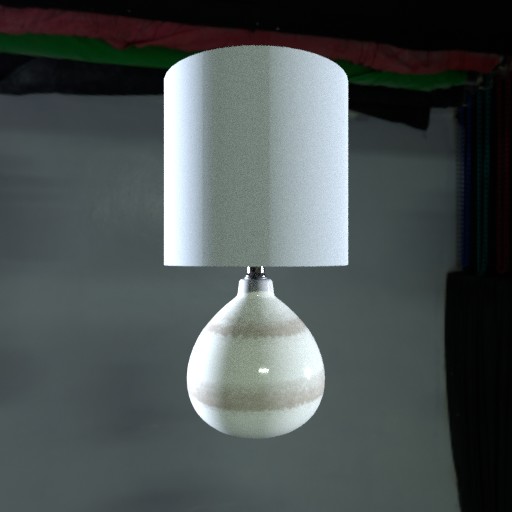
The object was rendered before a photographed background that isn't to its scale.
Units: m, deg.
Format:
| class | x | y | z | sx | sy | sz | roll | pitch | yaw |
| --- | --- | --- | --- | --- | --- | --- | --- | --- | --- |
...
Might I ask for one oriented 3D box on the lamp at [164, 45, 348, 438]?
| class | x | y | z | sx | sy | sz | roll | pitch | yaw |
| --- | --- | --- | --- | --- | --- | --- | --- | --- | --- |
| lamp | 0.000 | 0.000 | 0.532 | 0.217 | 0.404 | 0.217 | 0 | 0 | -16 |
